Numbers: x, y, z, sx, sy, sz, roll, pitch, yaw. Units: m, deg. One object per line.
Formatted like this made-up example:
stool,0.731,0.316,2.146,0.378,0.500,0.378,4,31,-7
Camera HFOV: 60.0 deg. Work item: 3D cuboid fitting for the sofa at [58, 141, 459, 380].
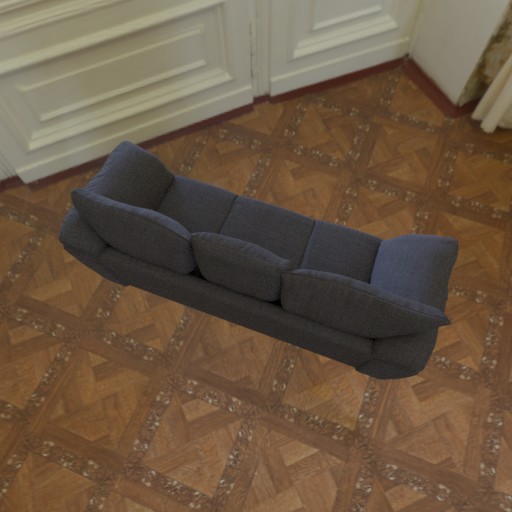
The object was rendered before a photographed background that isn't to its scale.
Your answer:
sofa,0.000,0.000,2.885,2.336,1.080,0.883,19,65,9
